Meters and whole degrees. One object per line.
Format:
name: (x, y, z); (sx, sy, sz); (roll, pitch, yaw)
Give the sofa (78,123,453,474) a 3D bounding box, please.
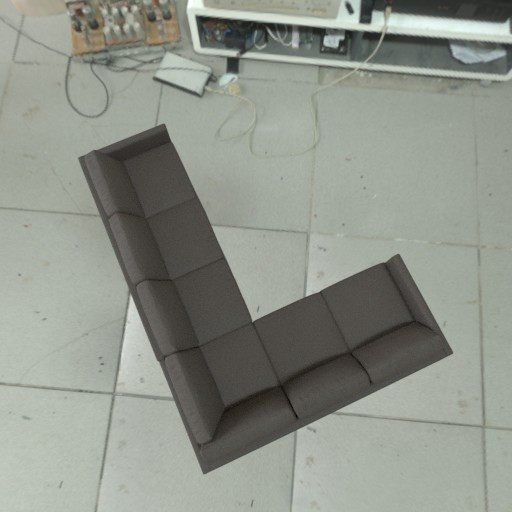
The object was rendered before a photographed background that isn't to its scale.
sofa: (0.000, 0.000, 4.382); (2.432, 0.871, 3.182); (-24, 78, -6)
